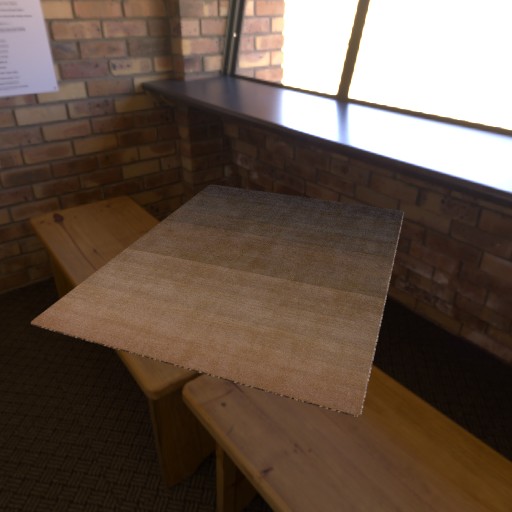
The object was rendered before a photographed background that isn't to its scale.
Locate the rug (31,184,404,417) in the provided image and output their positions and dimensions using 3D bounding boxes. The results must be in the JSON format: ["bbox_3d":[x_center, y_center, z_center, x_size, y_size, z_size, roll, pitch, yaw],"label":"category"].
[{"bbox_3d":[0.000,0.000,3.923,2.305,0.017,2.902,11,32,18],"label":"rug"}]
